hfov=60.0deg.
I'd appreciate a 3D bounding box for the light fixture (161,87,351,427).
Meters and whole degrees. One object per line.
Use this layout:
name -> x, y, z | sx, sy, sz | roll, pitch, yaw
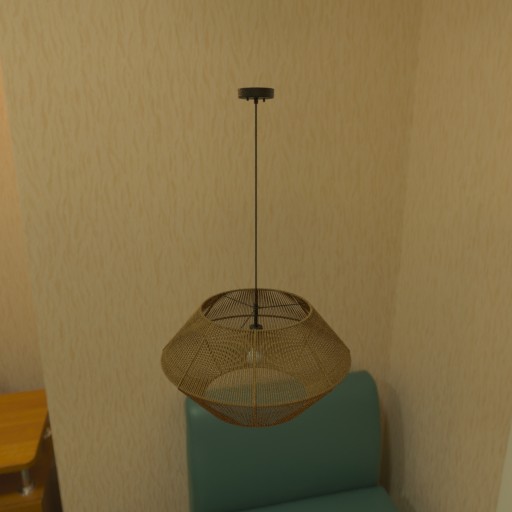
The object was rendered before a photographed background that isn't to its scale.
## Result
light fixture -> 0.000, 0.000, 1.426 | 0.643, 1.009, 0.643 | 0, 15, 0
